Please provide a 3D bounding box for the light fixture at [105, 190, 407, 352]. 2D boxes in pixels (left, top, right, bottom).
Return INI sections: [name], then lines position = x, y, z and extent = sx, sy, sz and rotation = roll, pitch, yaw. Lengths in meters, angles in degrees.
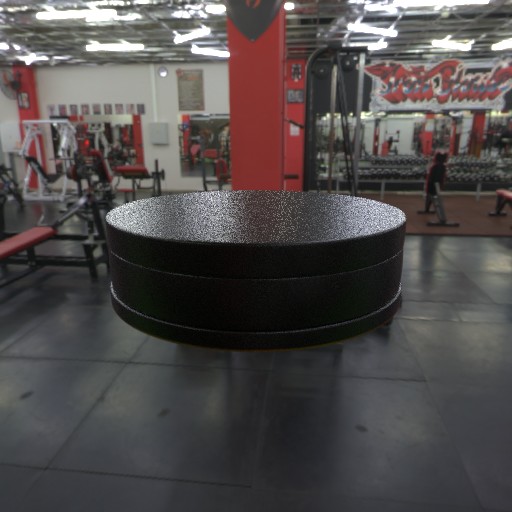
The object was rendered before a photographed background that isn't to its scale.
[light fixture]
position = 0.000, 0.000, 0.447
extent = 0.283, 0.097, 0.283
rotation = 0, 16, 0
